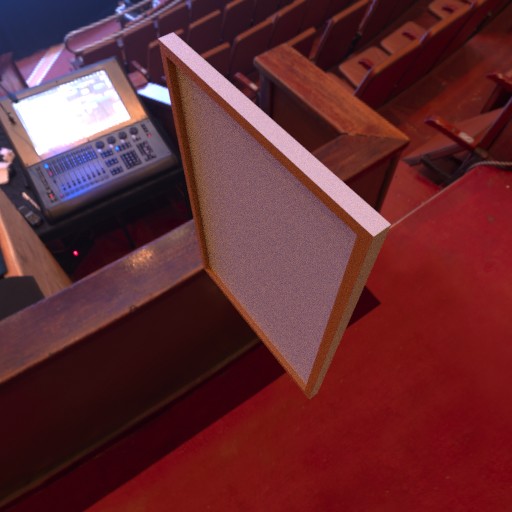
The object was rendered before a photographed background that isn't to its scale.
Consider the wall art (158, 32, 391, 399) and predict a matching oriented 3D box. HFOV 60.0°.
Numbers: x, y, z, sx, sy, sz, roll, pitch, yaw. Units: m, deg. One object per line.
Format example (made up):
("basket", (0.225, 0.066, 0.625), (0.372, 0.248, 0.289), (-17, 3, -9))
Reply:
("wall art", (0.000, 0.000, 1.160), (0.037, 0.916, 0.610), (-33, 63, -19))
